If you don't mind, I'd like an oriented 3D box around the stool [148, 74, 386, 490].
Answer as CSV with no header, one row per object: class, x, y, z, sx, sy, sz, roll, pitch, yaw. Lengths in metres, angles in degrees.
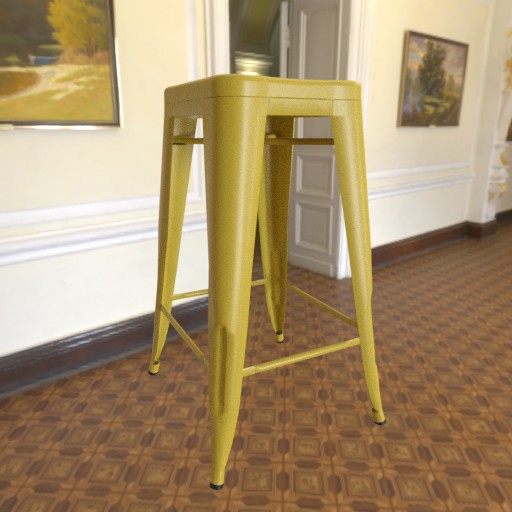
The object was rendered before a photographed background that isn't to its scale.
stool,0.000,0.000,0.842,0.359,0.609,0.399,-8,18,-27
